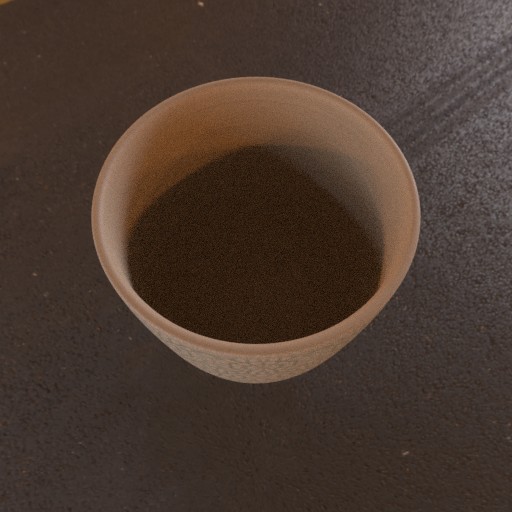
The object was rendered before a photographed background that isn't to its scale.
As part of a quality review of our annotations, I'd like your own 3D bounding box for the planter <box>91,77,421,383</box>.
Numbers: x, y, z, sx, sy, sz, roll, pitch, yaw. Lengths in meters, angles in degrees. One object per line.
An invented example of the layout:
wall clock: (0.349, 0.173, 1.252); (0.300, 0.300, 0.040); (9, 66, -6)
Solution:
planter: (0.000, 0.000, 0.217); (0.124, 0.109, 0.124); (0, 64, 0)
